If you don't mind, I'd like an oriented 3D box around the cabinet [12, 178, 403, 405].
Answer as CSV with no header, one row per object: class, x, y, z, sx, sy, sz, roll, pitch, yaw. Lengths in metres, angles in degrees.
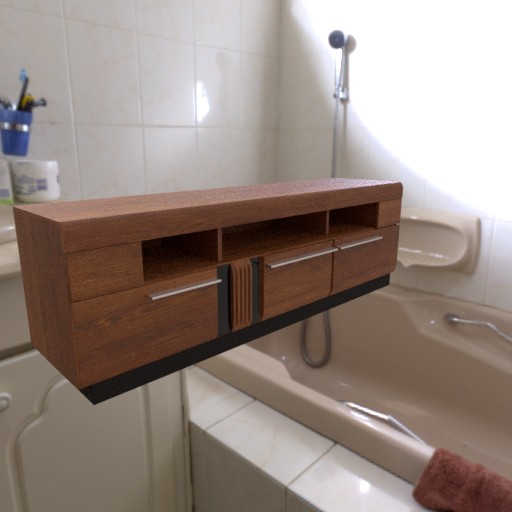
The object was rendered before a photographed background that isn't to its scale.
cabinet,0.000,0.000,1.769,1.600,0.510,0.419,-13,19,-42
